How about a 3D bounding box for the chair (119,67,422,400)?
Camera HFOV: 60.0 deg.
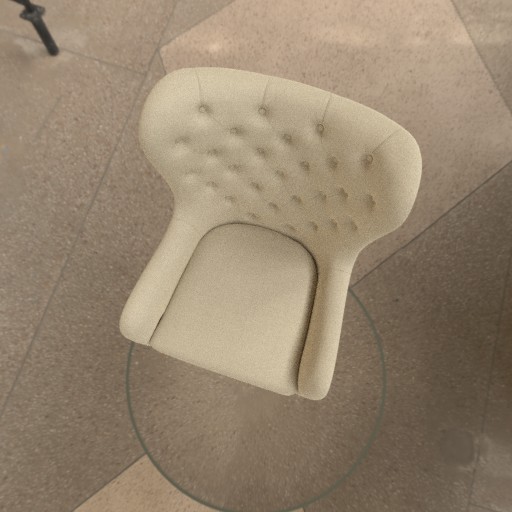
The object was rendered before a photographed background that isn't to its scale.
[{"bbox_3d":[0.000,0.000,1.720,0.831,1.079,0.929,17,76,4],"label":"chair"}]
